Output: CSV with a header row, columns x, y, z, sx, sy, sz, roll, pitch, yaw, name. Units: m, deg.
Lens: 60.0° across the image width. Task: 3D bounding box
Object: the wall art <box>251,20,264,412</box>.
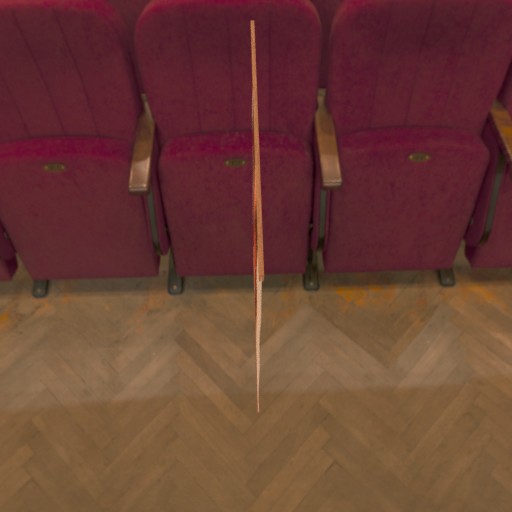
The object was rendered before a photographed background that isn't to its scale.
x,y,z,sx,sy,sz,roll,pitch,yaw,name
0.000,0.000,1.951,0.019,1.527,1.019,-1,59,-1,wall art
